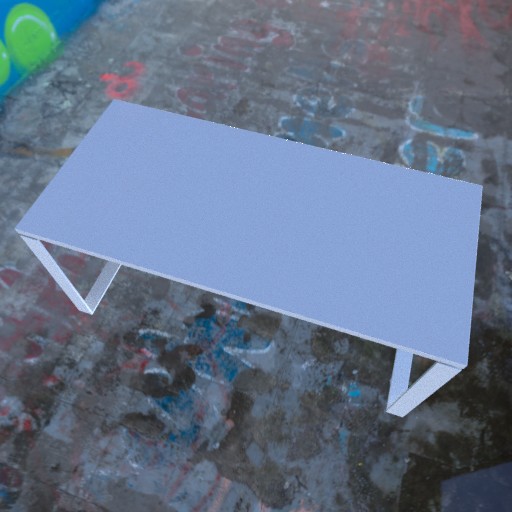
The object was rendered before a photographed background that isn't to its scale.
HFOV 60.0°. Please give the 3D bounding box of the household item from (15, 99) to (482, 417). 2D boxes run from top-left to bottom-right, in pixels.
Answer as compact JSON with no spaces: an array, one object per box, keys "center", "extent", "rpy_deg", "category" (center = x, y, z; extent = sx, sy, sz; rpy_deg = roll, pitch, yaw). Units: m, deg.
[{"center":[0.000,0.000,2.085],"extent":[1.700,0.745,0.800],"rpy_deg":[16,59,10],"category":"household item"}]
